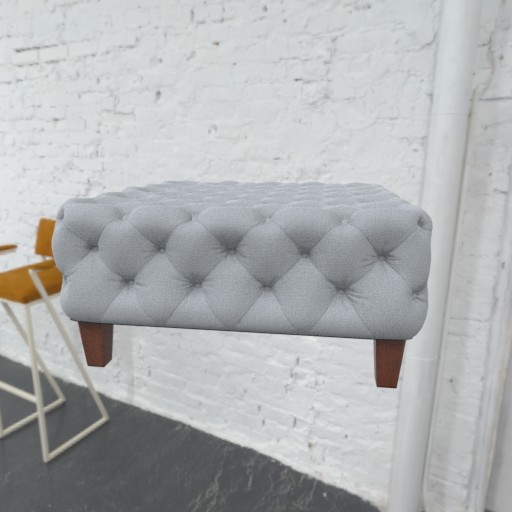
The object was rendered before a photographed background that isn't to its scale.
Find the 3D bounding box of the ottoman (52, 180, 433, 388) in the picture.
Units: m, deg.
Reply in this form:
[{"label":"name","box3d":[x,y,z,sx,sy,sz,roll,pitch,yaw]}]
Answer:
[{"label":"ottoman","box3d":[0.000,0.000,1.199,0.764,0.365,0.758,2,13,8]}]
